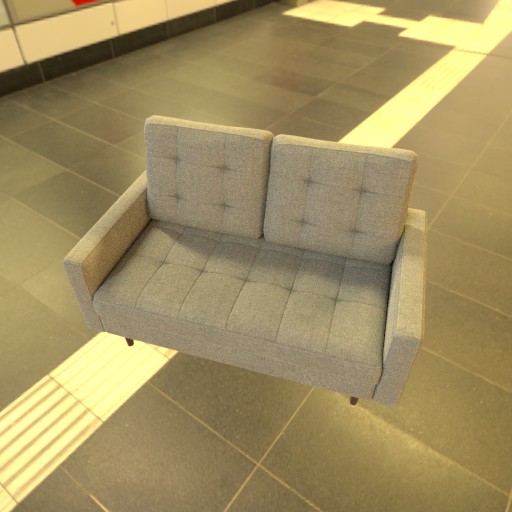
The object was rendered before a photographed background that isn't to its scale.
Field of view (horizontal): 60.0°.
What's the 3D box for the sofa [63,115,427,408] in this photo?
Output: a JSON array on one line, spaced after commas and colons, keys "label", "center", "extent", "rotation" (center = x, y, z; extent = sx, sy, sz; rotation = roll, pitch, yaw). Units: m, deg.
[{"label": "sofa", "center": [0.000, 0.000, 1.975], "extent": [1.407, 0.907, 0.842], "rotation": [11, 43, 12]}]
